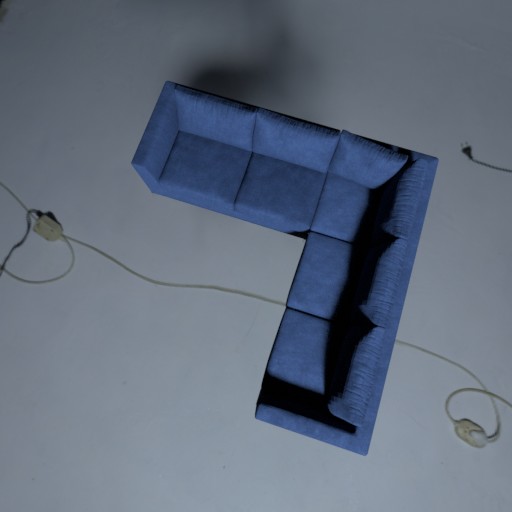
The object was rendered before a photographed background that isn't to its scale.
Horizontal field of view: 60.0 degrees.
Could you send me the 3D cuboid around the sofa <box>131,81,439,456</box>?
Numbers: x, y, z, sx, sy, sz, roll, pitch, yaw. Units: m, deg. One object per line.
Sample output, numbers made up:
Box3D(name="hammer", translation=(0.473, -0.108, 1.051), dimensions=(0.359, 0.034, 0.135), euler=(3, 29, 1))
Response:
Box3D(name="sofa", translation=(0.000, 0.000, 3.800), dimensions=(2.472, 0.988, 2.463), euler=(17, 77, 4))
